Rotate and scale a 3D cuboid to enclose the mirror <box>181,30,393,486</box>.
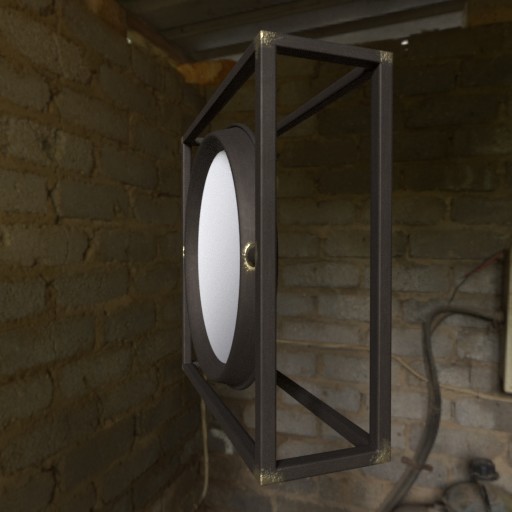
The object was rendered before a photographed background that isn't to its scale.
[{"bbox_3d":[0.000,0.000,0.455,0.107,0.303,0.306,0,1,-19],"label":"mirror"}]
